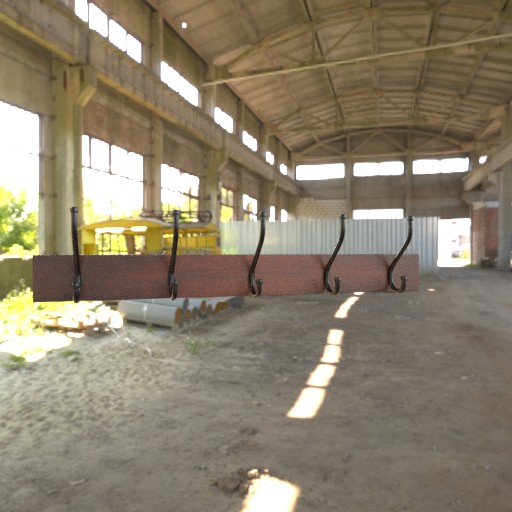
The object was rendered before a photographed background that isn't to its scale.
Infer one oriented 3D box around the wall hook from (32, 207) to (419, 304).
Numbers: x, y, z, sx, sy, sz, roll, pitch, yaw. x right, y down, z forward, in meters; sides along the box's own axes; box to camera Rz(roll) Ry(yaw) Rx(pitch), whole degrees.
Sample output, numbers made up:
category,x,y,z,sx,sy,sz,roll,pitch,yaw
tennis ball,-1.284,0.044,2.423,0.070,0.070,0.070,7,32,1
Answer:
category,x,y,z,sx,sy,sz,roll,pitch,yaw
wall hook,0.000,0.000,0.619,0.571,0.117,0.071,0,1,-17
